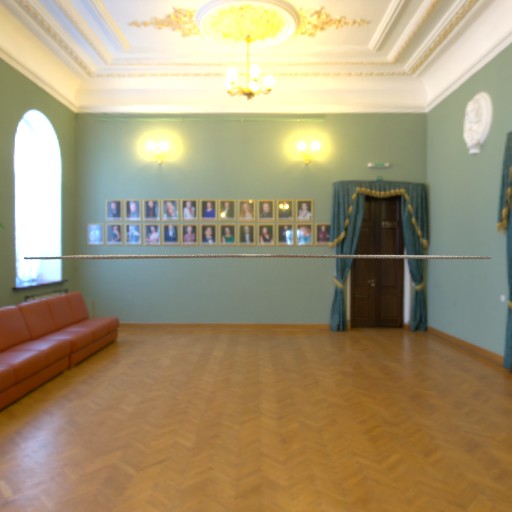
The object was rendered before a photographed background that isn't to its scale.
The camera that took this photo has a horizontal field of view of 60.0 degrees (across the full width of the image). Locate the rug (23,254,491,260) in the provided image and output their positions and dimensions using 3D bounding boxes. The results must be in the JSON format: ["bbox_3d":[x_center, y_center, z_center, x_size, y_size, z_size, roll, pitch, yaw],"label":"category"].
[{"bbox_3d":[0.000,0.000,2.270,1.804,0.022,1.162,0,0,-1],"label":"rug"}]
